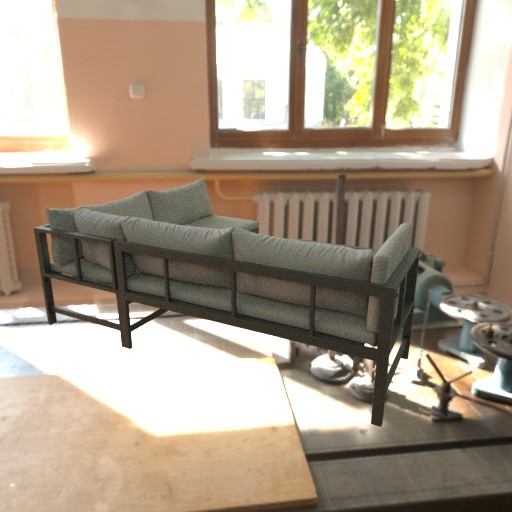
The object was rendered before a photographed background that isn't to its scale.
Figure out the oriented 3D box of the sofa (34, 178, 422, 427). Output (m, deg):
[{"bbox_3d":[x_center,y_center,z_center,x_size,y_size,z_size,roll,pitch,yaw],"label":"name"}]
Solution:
[{"bbox_3d":[0.000,0.000,2.923,2.096,0.758,1.658,9,19,27],"label":"sofa"}]
